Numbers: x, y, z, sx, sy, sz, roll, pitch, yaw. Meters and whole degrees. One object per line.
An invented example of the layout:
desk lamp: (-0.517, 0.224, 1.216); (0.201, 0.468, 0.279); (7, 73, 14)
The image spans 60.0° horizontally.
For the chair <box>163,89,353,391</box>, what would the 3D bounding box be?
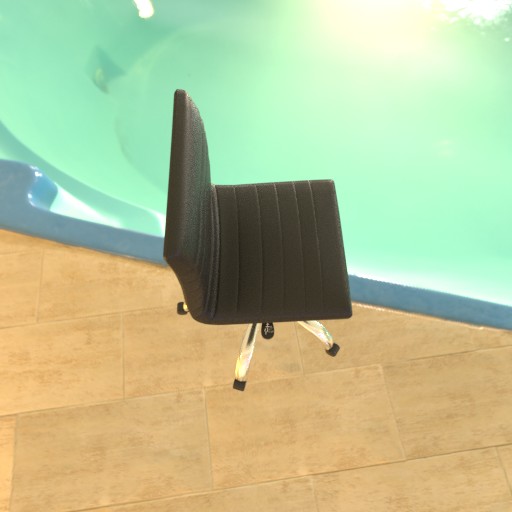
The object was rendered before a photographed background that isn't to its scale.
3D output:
chair: (0.000, 0.000, 1.159); (0.530, 0.780, 0.556); (-2, 63, -1)
